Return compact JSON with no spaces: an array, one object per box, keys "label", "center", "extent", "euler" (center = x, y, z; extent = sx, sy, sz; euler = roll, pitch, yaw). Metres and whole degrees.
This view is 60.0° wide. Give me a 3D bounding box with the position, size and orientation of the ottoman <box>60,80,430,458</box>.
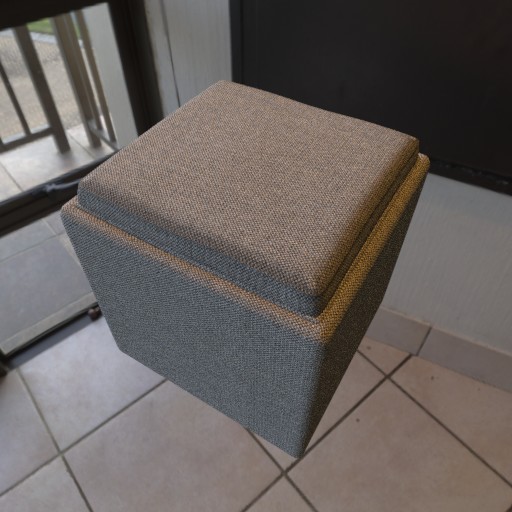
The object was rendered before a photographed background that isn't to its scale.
[{"label":"ottoman","center":[0.000,0.000,0.848],"extent":[0.454,0.487,0.436],"euler":[24,52,20]}]
